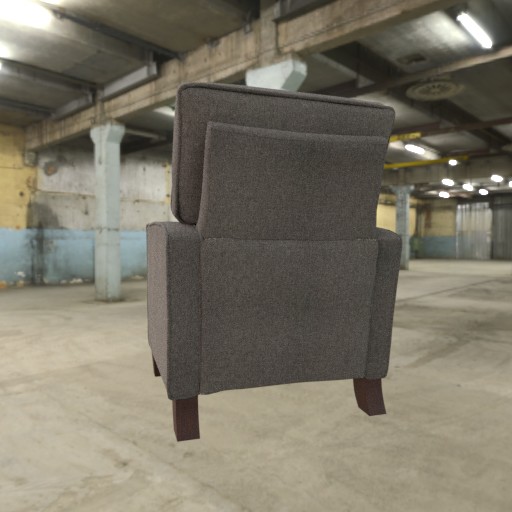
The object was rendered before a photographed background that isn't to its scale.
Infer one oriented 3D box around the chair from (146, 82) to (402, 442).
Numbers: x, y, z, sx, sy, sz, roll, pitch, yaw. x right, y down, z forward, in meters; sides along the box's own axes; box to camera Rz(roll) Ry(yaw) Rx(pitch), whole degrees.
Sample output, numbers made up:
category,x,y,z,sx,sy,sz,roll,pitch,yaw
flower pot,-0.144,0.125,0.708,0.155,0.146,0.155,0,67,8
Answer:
category,x,y,z,sx,sy,sz,roll,pitch,yaw
chair,0.000,0.000,1.428,0.650,0.889,0.775,0,1,-18
